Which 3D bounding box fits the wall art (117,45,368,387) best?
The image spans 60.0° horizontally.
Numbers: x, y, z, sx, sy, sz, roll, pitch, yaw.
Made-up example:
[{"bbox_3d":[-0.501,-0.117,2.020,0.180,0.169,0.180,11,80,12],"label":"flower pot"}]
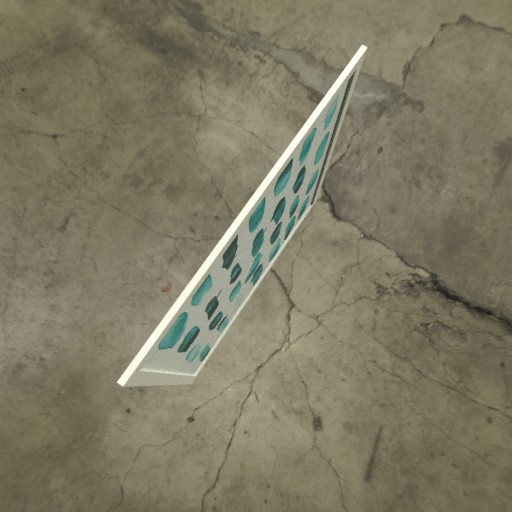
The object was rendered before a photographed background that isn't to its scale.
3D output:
[{"bbox_3d":[0.000,0.000,1.218,0.013,0.813,0.812,33,77,9],"label":"wall art"}]
